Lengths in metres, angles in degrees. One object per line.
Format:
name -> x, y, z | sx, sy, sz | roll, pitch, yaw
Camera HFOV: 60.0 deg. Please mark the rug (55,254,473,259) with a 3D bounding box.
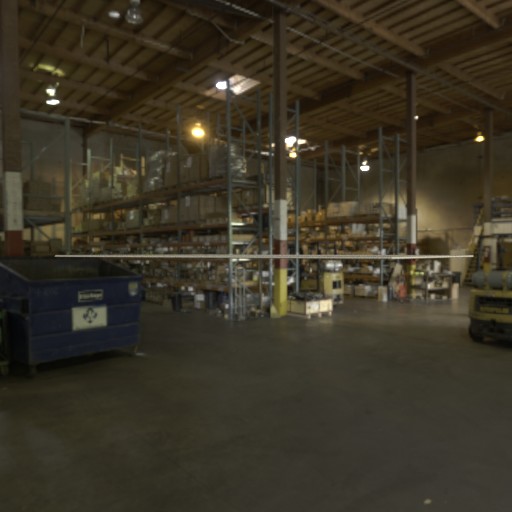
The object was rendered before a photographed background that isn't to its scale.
rug -> 0.000, 0.000, 3.038 | 2.438, 0.012, 1.524 | 0, 0, 37
